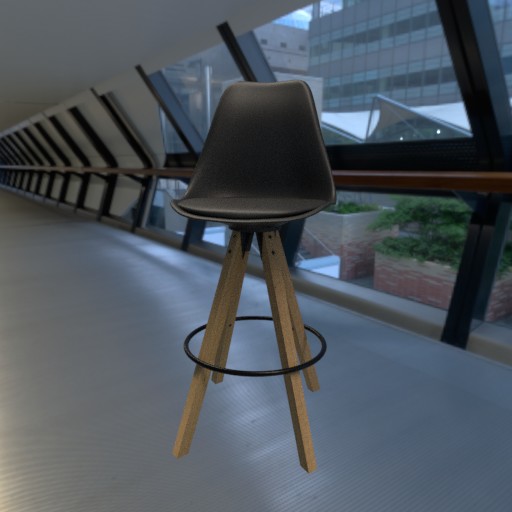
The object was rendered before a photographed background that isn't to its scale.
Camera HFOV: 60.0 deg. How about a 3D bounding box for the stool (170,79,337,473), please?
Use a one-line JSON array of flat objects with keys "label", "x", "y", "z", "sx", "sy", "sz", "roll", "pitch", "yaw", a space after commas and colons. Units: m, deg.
[{"label": "stool", "x": 0.000, "y": 0.000, "z": 1.391, "sx": 0.485, "sy": 1.115, "sz": 0.550, "roll": 2, "pitch": 13, "yaw": 9}]
